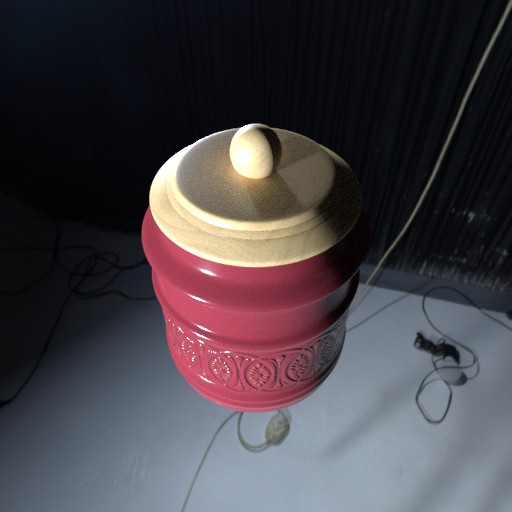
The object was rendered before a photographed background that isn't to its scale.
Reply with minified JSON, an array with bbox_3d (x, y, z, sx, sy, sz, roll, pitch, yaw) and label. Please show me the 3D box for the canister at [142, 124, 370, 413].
[{"bbox_3d":[0.000,0.000,0.276,0.130,0.176,0.130,0,46,0],"label":"canister"}]
